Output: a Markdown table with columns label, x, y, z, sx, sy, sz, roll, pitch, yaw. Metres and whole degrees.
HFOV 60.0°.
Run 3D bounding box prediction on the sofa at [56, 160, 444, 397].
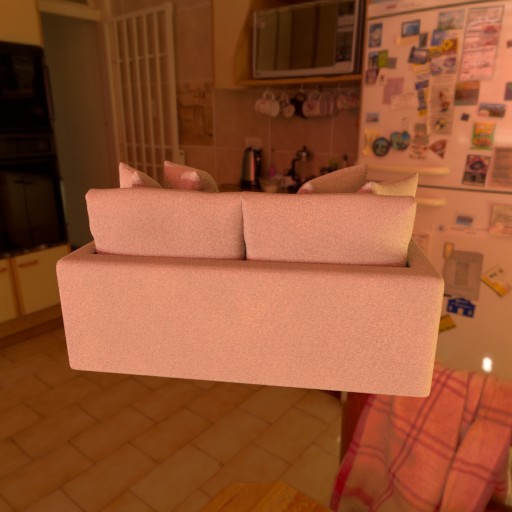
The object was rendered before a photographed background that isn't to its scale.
| label | x | y | z | sx | sy | sz | roll | pitch | yaw |
| --- | --- | --- | --- | --- | --- | --- | --- | --- | --- |
| sofa | 0.000 | 0.000 | 2.670 | 1.869 | 1.080 | 1.228 | 2 | 18 | 8 |
